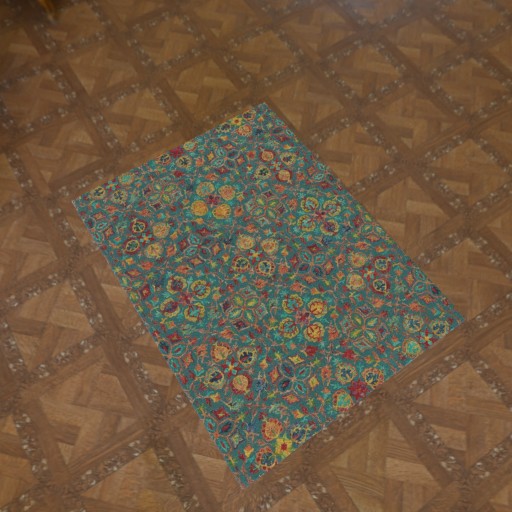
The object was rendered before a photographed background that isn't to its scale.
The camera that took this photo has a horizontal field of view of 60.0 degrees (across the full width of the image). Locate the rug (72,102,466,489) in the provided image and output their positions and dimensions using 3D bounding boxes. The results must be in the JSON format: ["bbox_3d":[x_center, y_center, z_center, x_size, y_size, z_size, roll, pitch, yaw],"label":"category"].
[{"bbox_3d":[0.000,0.000,4.294,2.434,0.025,3.204,-31,68,-14],"label":"rug"}]
